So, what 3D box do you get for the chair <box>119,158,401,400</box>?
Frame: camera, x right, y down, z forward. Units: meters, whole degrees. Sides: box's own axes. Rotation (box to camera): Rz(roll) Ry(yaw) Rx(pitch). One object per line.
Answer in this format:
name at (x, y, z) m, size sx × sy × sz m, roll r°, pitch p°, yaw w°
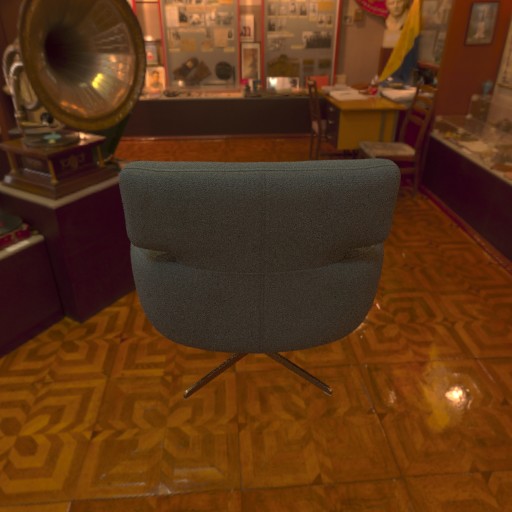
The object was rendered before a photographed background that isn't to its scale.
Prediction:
chair at (0.000, 0.000, 1.423) m, size 0.738 × 0.813 × 0.761 m, roll -1°, pitch 29°, yaw -2°
